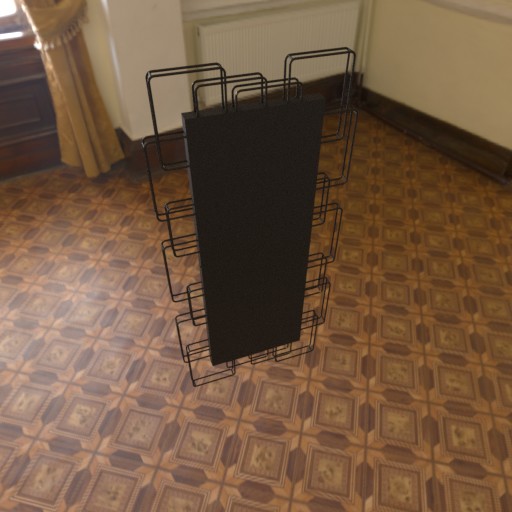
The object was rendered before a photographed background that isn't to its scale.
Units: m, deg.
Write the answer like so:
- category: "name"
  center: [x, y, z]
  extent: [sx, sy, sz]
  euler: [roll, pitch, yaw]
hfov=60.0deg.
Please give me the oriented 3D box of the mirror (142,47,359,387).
- category: "mirror"
  center: [0.000, 0.000, 1.401]
  extent: [0.565, 1.192, 0.037]
  euler: [-13, 44, -14]
